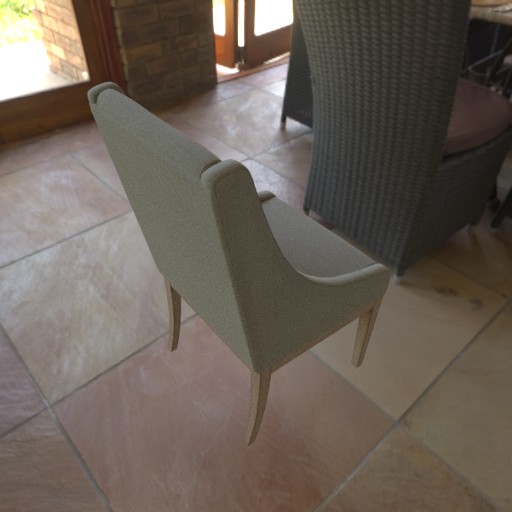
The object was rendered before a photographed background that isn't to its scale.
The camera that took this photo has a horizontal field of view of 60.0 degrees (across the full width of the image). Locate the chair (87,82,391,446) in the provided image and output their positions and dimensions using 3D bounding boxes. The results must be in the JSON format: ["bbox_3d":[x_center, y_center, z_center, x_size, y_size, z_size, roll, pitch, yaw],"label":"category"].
[{"bbox_3d":[0.000,0.000,1.350,0.611,1.021,0.575,-28,48,-28],"label":"chair"}]
